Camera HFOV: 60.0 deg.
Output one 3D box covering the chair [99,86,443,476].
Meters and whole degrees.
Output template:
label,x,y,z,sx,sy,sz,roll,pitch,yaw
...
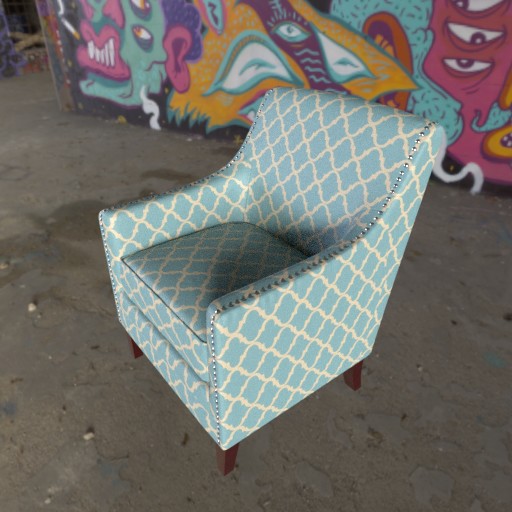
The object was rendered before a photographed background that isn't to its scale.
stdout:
label,x,y,z,sx,sy,sz,roll,pitch,yaw
chair,0.000,0.000,1.291,0.686,0.817,0.617,-22,38,-32
